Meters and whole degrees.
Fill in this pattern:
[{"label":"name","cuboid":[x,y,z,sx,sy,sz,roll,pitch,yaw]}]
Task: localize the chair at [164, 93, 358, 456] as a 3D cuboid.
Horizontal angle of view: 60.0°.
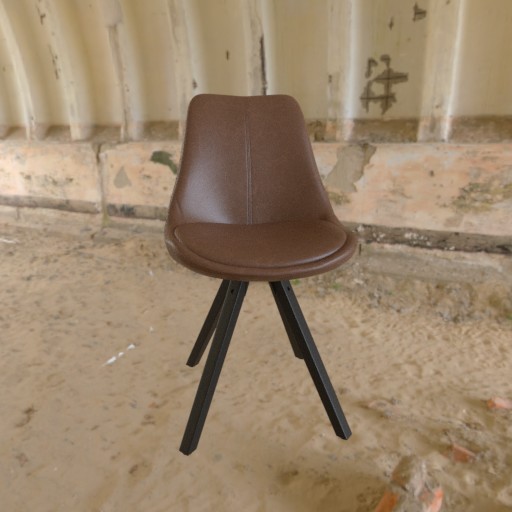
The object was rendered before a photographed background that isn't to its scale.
[{"label":"chair","cuboid":[0.000,0.000,1.182,0.475,0.850,0.550,-2,16,-8]}]
